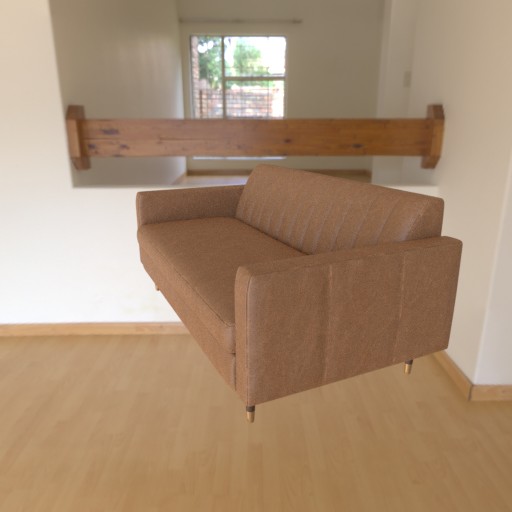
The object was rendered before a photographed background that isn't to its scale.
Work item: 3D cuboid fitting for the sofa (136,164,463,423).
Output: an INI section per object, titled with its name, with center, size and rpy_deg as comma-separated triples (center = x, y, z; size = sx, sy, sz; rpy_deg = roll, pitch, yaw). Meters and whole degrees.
[sofa]
center = 0.000, 0.000, 2.419
size = 0.993, 0.821, 1.847
rpy_deg = -8, 19, -24
